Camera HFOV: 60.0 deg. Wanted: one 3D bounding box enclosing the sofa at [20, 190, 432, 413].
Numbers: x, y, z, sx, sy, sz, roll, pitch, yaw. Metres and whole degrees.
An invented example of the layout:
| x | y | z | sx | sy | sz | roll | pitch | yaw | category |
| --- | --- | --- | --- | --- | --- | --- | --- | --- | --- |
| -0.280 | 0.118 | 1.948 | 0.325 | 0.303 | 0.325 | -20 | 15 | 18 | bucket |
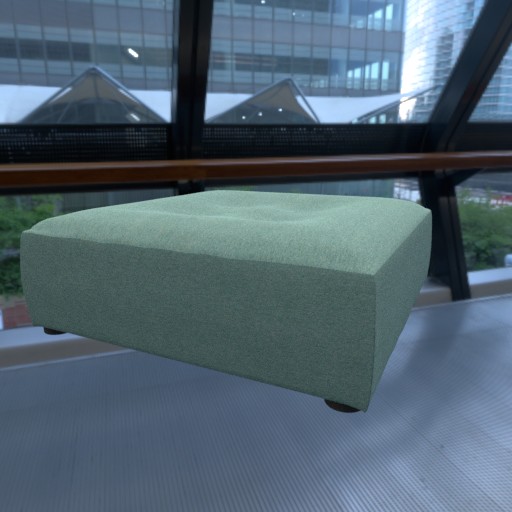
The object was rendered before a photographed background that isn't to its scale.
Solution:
| x | y | z | sx | sy | sz | roll | pitch | yaw | category |
| --- | --- | --- | --- | --- | --- | --- | --- | --- | --- |
| 0.000 | 0.000 | 1.376 | 0.930 | 0.330 | 0.930 | 7 | 15 | 26 | sofa |
